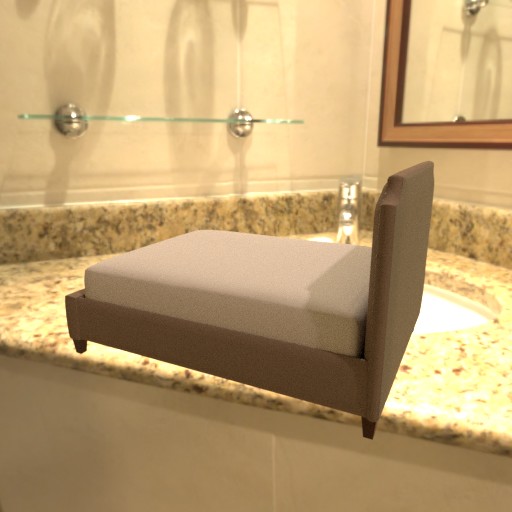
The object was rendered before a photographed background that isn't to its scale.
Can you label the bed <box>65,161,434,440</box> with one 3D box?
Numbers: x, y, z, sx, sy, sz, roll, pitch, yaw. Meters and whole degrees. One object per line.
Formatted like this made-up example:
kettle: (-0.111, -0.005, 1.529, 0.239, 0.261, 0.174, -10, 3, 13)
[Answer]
bed: (0.000, 0.000, 3.450, 2.372, 1.443, 1.713, 8, 17, 26)
